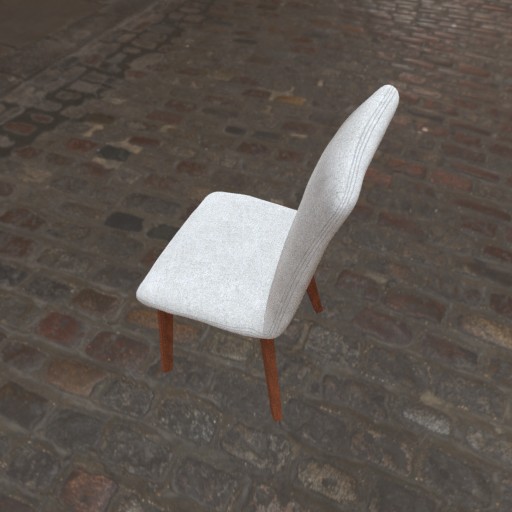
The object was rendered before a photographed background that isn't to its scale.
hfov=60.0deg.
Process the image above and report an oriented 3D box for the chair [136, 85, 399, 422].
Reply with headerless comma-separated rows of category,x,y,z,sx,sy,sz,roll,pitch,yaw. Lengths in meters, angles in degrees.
chair,0.000,0.000,1.324,0.563,0.974,0.522,17,50,15
